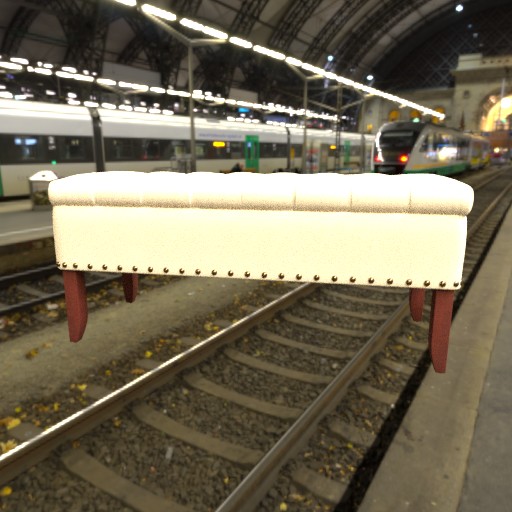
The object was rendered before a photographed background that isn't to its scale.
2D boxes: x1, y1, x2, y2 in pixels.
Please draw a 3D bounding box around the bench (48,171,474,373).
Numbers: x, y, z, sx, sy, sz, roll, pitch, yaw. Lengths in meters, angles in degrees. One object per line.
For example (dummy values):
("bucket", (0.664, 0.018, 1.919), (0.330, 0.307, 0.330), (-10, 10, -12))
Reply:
("bench", (0.000, 0.000, 1.291), (1.054, 0.470, 0.400), (2, 13, 10))
